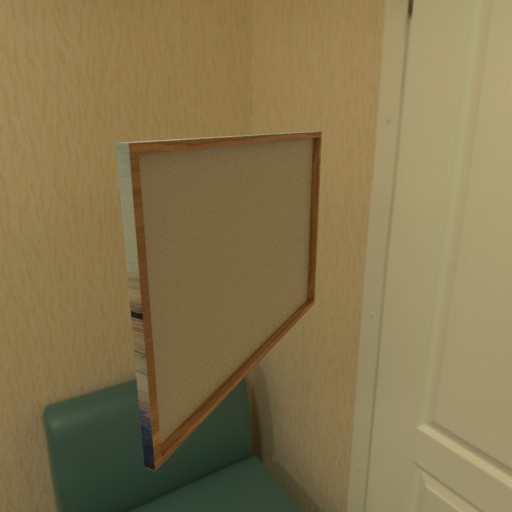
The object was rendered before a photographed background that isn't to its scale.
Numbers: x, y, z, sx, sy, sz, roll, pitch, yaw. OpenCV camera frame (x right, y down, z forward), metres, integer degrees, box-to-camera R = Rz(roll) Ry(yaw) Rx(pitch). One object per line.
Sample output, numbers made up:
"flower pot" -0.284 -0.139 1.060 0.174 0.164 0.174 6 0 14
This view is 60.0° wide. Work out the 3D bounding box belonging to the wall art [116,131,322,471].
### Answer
"wall art" 0.000 0.000 0.763 0.018 0.402 0.604 8 19 25
